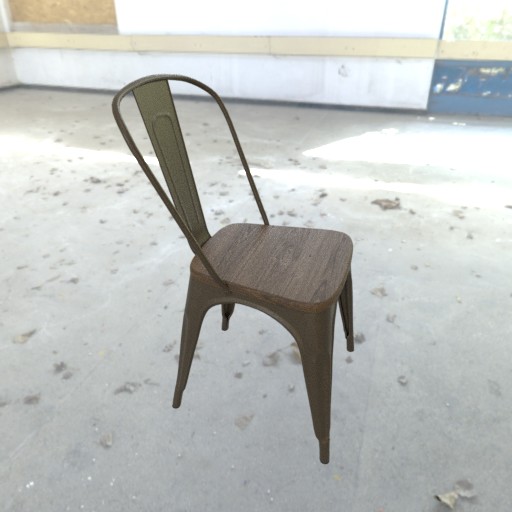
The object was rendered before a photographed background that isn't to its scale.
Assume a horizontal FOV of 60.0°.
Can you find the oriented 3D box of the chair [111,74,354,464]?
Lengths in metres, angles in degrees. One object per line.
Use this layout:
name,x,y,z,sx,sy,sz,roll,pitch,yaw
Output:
chair,0.000,0.000,1.140,0.532,0.844,0.451,10,31,16
